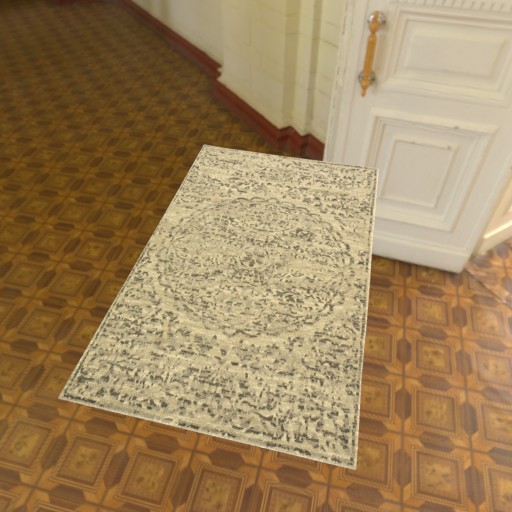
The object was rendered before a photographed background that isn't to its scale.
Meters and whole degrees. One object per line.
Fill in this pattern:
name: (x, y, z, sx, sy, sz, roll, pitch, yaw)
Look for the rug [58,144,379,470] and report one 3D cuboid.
rug: (0.000, 0.000, 2.992, 1.527, 0.021, 2.447, 10, 47, 9)
